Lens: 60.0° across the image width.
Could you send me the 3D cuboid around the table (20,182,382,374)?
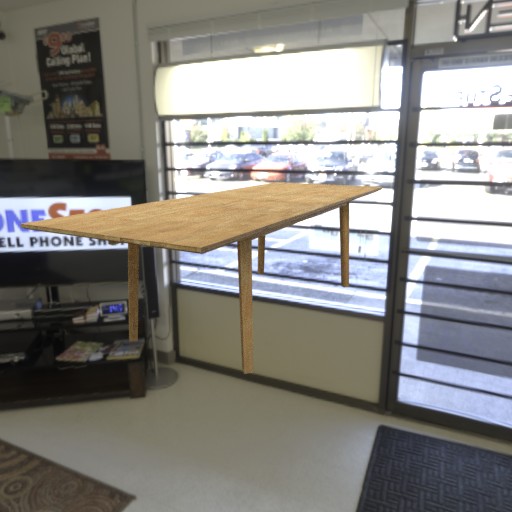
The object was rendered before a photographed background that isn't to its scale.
[{"bbox_3d":[0.000,0.000,2.967,1.000,0.752,2.603,8,16,28],"label":"table"}]
